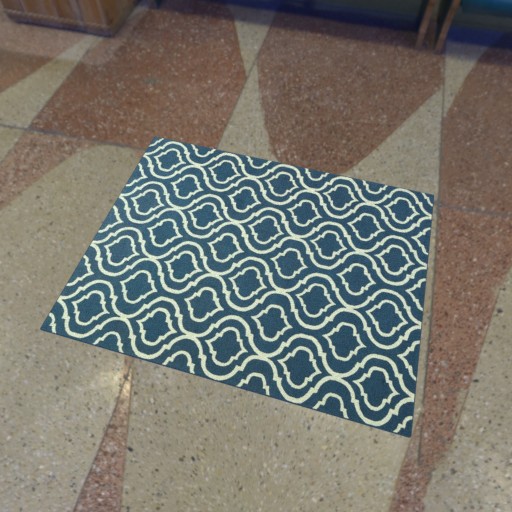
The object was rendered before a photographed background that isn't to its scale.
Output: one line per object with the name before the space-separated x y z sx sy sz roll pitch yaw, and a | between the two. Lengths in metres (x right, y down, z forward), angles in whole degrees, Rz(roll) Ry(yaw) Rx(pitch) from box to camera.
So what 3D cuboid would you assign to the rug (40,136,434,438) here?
rug | 0.000 0.000 3.856 2.881 0.020 2.270 14 58 9
